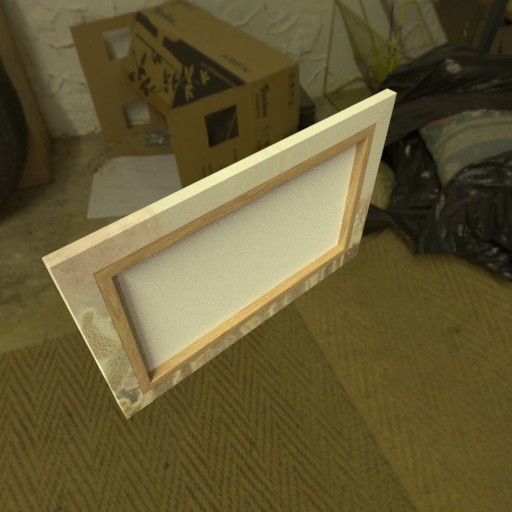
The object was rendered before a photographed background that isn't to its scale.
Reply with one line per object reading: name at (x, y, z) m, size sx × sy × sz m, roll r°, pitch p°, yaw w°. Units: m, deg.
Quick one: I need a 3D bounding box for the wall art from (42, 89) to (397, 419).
wall art at (0.000, 0.000, 1.444) m, size 1.142 × 0.758 × 0.041 m, roll -32°, pitch 55°, yaw -26°
